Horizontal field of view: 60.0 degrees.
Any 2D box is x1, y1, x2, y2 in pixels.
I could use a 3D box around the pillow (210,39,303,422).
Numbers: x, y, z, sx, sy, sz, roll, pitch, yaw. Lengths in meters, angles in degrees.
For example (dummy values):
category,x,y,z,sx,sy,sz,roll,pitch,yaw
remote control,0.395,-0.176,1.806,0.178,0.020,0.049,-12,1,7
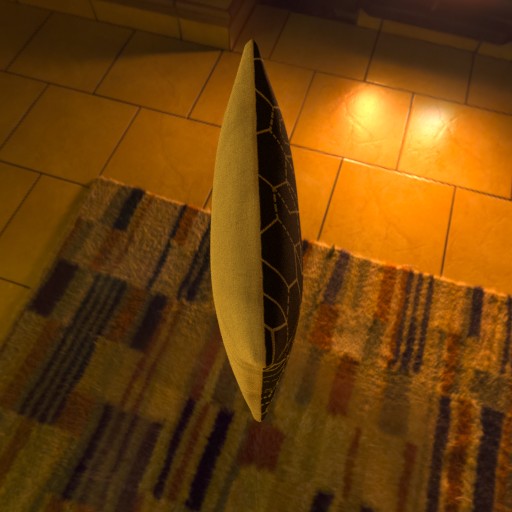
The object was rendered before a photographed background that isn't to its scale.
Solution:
category,x,y,z,sx,sy,sz,roll,pitch,yaw
pillow,0.000,0.000,0.808,0.158,0.508,0.517,-1,63,-1
